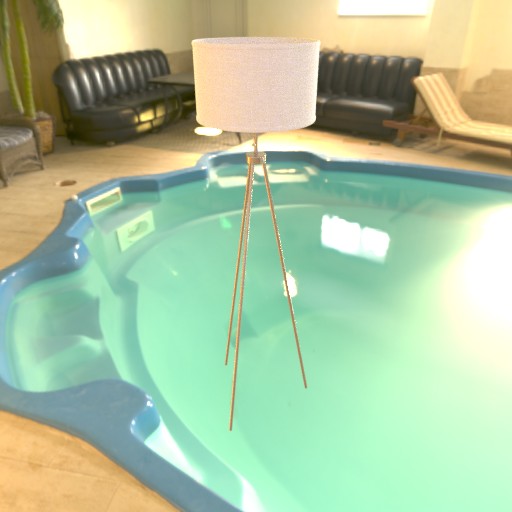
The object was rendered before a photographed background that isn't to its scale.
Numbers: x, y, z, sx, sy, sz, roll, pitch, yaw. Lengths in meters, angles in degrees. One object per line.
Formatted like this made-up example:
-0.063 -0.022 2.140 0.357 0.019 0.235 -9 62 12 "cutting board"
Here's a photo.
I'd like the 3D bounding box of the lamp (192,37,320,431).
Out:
0.000 0.000 1.766 0.448 1.545 0.458 9 30 16 "lamp"
